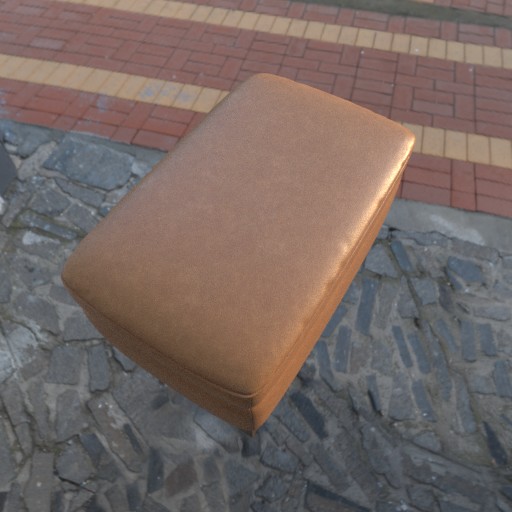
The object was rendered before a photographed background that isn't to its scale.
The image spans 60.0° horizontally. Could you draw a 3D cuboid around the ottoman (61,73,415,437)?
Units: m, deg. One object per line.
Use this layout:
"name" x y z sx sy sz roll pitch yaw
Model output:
"ottoman" 0.000 0.000 0.998 0.420 0.480 0.670 28 62 16
